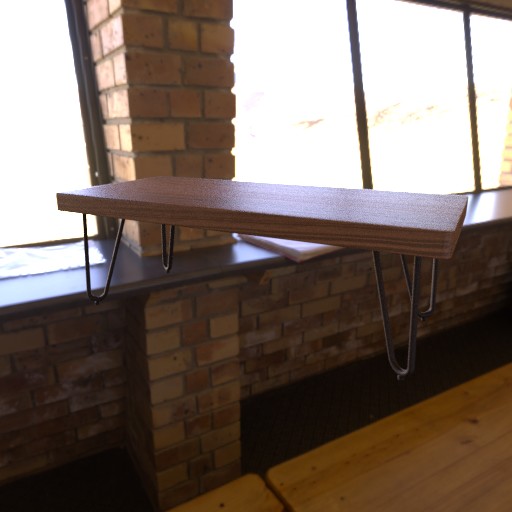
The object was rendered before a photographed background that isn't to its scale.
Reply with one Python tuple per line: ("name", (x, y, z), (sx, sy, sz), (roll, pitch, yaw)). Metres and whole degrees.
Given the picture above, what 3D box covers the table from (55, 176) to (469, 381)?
("table", (0.000, 0.000, 1.673), (1.375, 0.468, 0.637), (8, 18, 26))
